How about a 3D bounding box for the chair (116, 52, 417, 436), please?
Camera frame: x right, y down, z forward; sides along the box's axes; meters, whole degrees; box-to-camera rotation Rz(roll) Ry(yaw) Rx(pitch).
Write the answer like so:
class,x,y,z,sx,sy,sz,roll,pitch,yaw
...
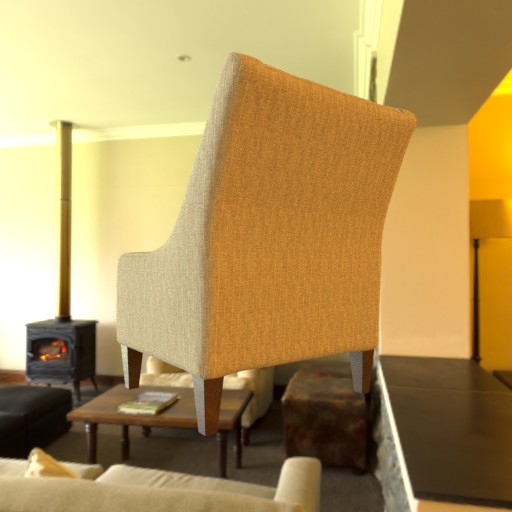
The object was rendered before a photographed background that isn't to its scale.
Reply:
class,x,y,z,sx,sy,sz,roll,pitch,yaw
chair,0.000,0.000,1.634,0.774,1.014,0.870,1,-1,-37
